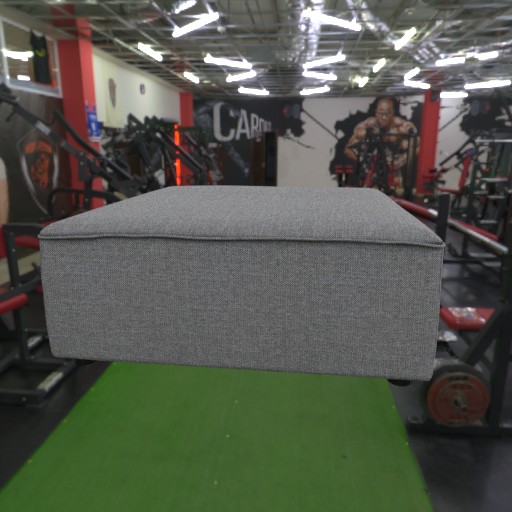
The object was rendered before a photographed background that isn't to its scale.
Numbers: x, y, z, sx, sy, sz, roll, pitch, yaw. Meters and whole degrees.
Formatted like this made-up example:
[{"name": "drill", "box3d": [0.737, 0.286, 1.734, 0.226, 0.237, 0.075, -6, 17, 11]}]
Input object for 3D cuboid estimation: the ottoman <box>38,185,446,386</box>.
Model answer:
[{"name": "ottoman", "box3d": [0.000, 0.000, 1.573, 1.017, 0.423, 1.023, 2, 15, 8]}]
